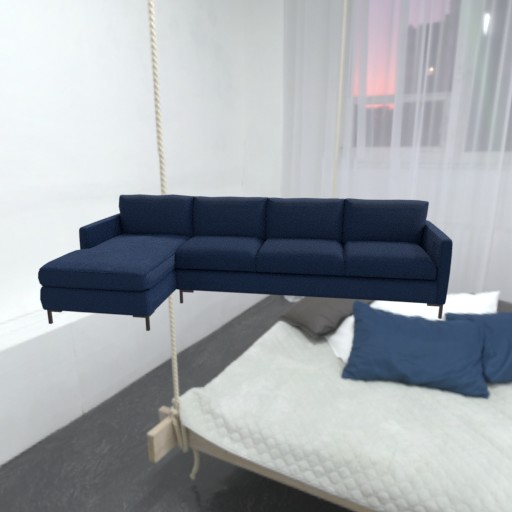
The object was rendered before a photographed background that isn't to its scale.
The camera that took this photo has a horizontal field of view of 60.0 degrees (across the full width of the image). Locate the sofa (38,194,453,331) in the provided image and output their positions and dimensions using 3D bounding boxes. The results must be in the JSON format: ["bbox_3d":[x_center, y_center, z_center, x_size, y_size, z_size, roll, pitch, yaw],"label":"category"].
[{"bbox_3d":[0.000,0.000,2.937,2.450,0.679,1.128,2,15,9],"label":"sofa"}]
